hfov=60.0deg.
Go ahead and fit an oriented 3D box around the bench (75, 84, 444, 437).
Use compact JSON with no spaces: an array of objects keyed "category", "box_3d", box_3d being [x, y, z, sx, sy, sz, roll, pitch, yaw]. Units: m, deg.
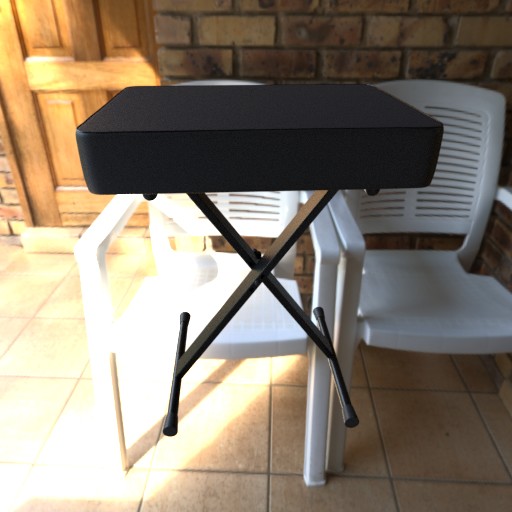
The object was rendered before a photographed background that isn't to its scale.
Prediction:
[{"category":"bench","box_3d":[0.000,0.000,0.751,0.424,0.500,0.321,-2,30,-3]}]
